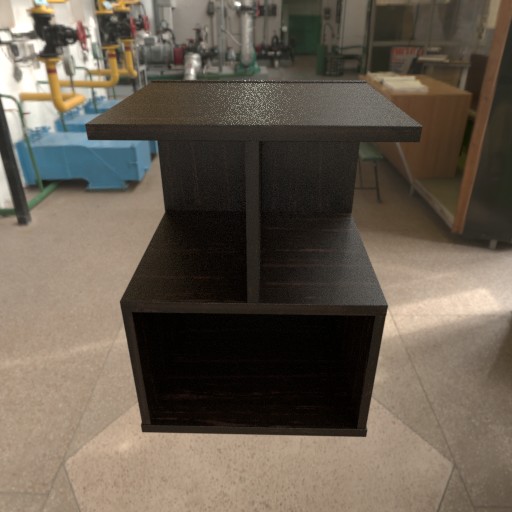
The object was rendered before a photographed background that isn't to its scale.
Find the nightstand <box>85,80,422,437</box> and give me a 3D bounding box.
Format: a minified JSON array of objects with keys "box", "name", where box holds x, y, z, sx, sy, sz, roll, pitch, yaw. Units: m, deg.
[{"box":[0.000,0.000,0.815,0.400,0.559,0.356,1,29,1],"name":"nightstand"}]
